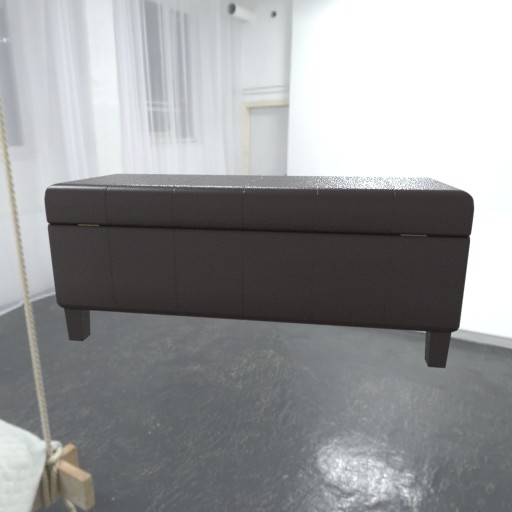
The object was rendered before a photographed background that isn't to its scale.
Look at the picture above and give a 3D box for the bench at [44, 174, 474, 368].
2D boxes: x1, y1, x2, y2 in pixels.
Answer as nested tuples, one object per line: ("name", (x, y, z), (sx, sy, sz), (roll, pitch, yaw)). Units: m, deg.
("bench", (0.000, 0.000, 1.351), (1.092, 0.457, 0.429), (2, 15, 9))
